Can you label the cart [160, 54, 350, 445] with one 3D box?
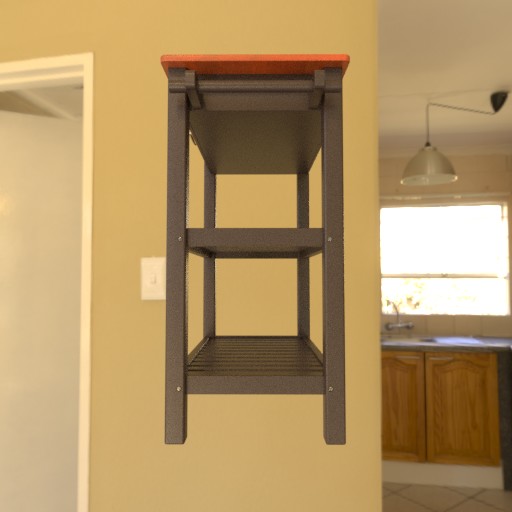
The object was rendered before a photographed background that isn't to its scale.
[{"bbox_3d":[0.000,0.000,1.424,0.457,0.927,0.899,0,-3,0],"label":"cart"}]
